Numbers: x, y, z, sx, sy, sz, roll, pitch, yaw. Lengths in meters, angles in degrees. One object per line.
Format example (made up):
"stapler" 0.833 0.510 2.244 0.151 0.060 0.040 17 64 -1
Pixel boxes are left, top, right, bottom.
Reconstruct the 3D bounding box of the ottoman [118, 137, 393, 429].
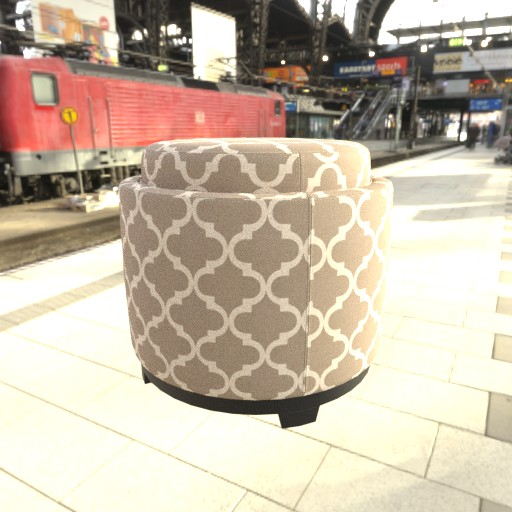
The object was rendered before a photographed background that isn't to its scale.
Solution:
"ottoman" 0.000 0.000 0.835 0.480 0.429 0.480 0 16 0
